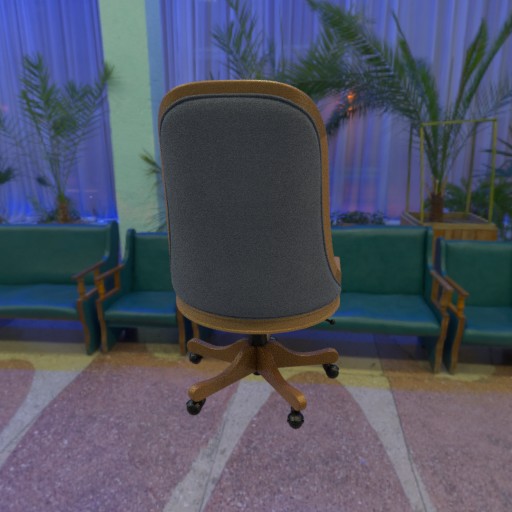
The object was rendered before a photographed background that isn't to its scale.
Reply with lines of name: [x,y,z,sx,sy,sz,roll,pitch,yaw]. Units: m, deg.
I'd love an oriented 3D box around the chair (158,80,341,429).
chair: [0.000,0.000,1.485,0.605,1.031,0.735,2,16,8]
